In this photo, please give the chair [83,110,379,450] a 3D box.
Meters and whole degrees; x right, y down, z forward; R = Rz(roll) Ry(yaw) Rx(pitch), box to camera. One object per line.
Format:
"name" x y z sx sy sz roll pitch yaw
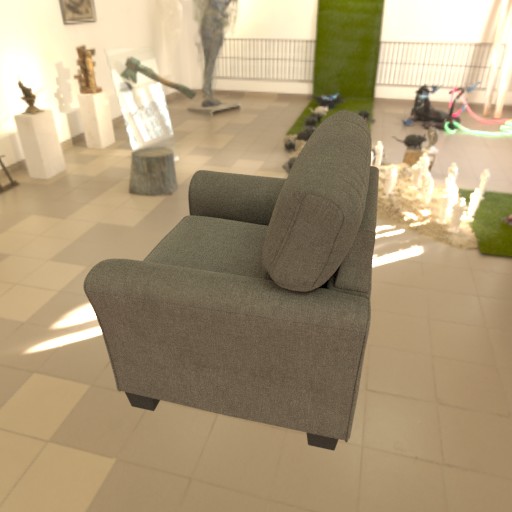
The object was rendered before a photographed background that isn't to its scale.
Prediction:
"chair" 0.000 0.000 1.610 0.816 0.890 0.941 7 31 12
